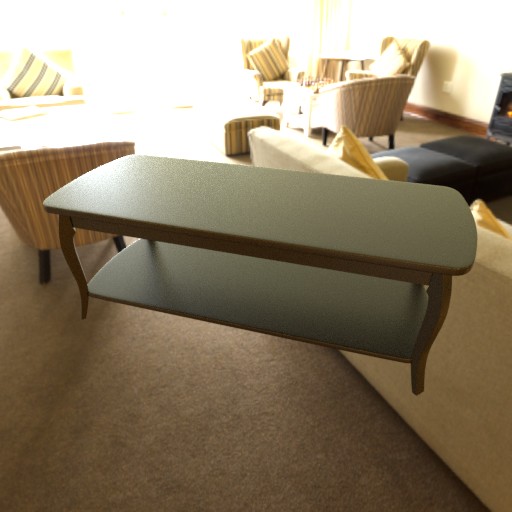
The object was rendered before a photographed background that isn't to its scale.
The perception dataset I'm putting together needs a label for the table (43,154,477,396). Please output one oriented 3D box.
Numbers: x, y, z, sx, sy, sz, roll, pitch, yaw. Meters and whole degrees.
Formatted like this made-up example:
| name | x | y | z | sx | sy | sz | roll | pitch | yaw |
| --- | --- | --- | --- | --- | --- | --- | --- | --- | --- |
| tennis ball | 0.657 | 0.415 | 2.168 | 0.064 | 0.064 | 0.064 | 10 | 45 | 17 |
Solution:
| name | x | y | z | sx | sy | sz | roll | pitch | yaw |
| --- | --- | --- | --- | --- | --- | --- | --- | --- | --- |
| table | 0.000 | 0.000 | 1.570 | 1.333 | 0.457 | 0.571 | 9 | 31 | 15 |
